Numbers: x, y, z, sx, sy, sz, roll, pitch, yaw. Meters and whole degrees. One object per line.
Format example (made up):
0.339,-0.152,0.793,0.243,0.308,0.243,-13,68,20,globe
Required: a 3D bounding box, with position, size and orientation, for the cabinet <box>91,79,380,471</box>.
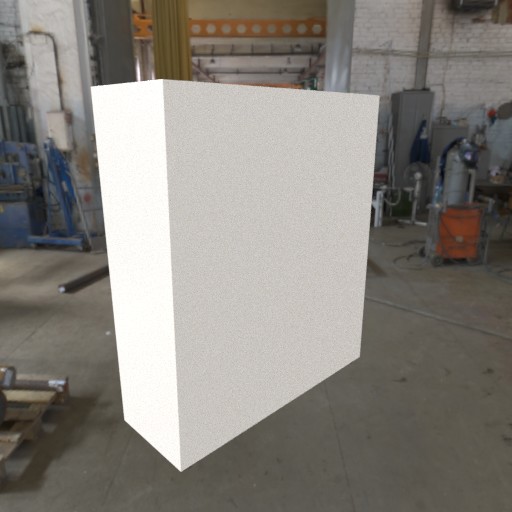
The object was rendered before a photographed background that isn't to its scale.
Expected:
0.000,0.000,1.652,0.990,1.150,0.348,-16,23,-42,cabinet
